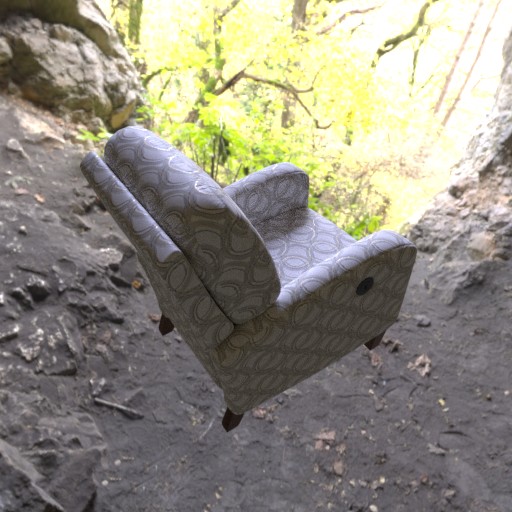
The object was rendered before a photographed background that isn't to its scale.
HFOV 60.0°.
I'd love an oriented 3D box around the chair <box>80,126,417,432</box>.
[{"bbox_3d":[0.000,0.000,1.767,0.995,1.065,0.796,-24,47,-25],"label":"chair"}]
